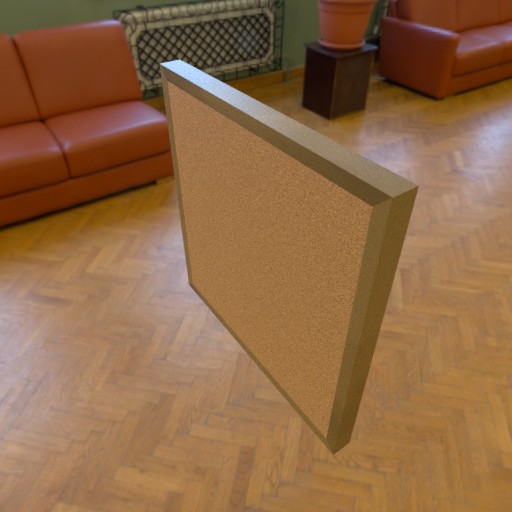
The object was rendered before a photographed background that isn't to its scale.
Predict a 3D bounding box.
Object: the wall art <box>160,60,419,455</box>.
[{"bbox_3d":[0.000,0.000,0.751,0.038,0.508,0.507,-24,45,-26],"label":"wall art"}]
